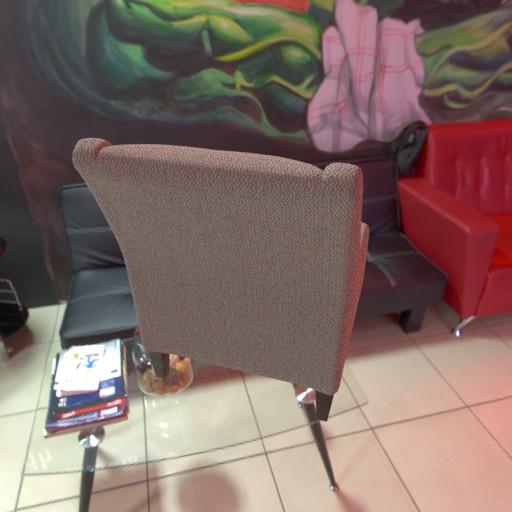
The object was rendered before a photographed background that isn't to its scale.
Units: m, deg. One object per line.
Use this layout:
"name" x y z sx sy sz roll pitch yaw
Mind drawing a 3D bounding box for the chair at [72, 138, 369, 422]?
"chair" 0.000 0.000 1.649 0.774 1.014 0.870 9 32 16
